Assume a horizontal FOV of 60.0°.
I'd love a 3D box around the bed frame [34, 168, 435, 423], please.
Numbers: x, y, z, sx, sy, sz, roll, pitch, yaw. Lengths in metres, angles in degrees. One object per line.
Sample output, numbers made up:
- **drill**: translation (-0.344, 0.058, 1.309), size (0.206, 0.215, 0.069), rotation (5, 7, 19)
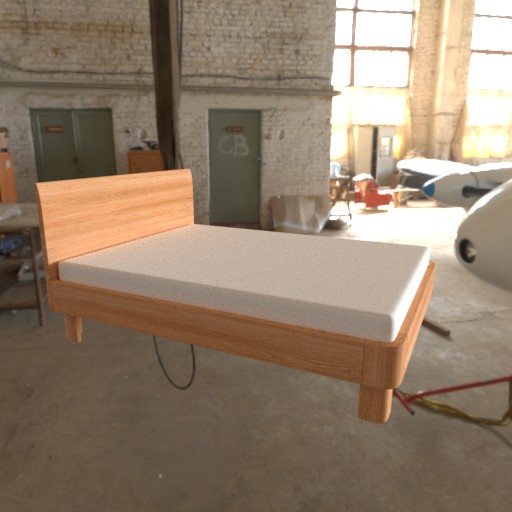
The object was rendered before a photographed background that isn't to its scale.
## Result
- **bed frame**: translation (0.000, 0.000, 2.758), size (1.992, 0.940, 1.472), rotation (7, 16, 26)
